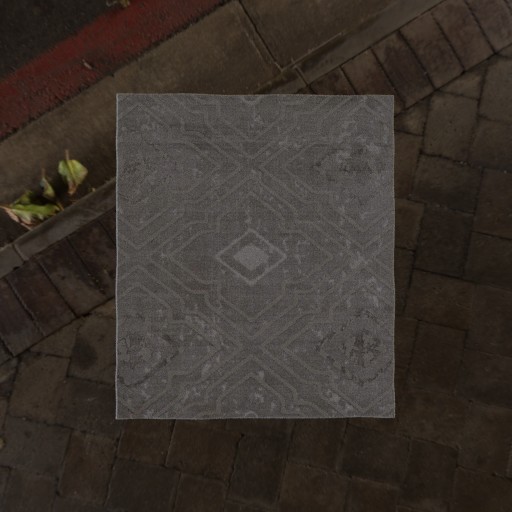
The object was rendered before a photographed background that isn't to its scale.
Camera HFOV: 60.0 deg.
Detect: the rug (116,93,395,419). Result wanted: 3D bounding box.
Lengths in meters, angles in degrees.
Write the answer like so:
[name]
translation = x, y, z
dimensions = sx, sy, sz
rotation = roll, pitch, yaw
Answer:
[rug]
translation = 0.000, 0.000, 0.871
dimensions = 0.548, 0.006, 0.639
rotation = 0, 90, -1
